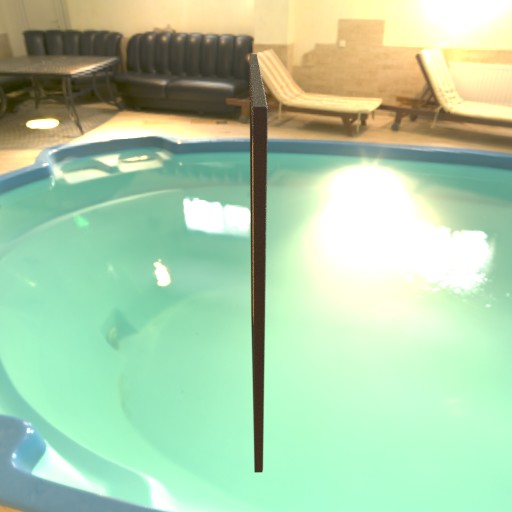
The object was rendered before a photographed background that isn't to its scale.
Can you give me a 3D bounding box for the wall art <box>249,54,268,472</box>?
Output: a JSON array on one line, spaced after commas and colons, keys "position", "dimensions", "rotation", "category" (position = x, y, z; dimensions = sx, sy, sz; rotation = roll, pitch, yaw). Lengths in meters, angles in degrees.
[{"position": [0.000, 0.000, 0.657], "dimensions": [0.013, 0.508, 0.359], "rotation": [-1, 31, -1], "category": "wall art"}]
